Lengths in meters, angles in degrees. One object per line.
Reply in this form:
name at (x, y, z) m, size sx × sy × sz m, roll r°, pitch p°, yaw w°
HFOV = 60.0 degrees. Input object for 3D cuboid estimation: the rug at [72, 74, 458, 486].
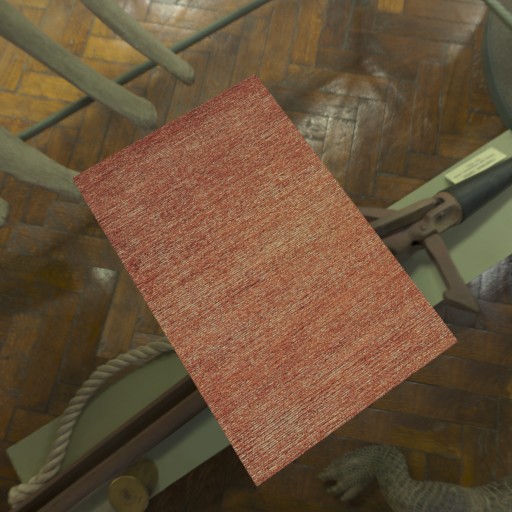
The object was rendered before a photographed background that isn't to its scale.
rug at (0.000, 0.000, 2.196) m, size 1.139 × 0.011 × 1.747 m, roll -32°, pitch 78°, yaw -8°
